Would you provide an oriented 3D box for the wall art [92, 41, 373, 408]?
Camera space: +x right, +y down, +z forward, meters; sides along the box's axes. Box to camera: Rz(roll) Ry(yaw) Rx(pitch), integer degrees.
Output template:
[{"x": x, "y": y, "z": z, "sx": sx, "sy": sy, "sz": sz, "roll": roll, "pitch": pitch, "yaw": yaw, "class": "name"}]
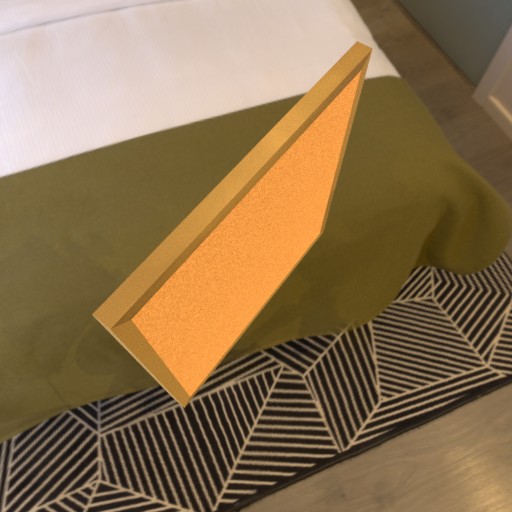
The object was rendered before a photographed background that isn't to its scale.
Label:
[{"x": 0.000, "y": 0.000, "z": 1.133, "sx": 0.038, "sy": 0.762, "sz": 0.762, "roll": 34, "pitch": 68, "yaw": 16, "class": "wall art"}]
